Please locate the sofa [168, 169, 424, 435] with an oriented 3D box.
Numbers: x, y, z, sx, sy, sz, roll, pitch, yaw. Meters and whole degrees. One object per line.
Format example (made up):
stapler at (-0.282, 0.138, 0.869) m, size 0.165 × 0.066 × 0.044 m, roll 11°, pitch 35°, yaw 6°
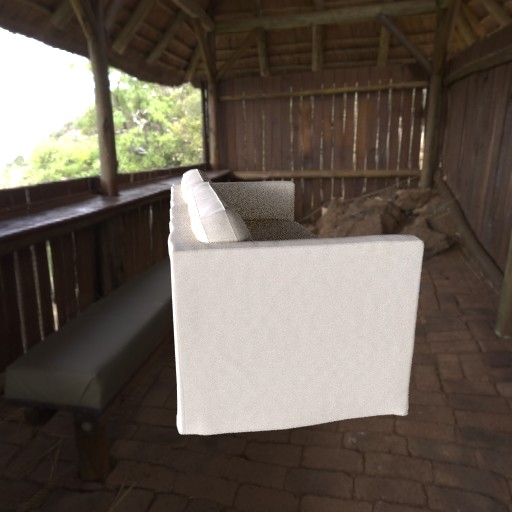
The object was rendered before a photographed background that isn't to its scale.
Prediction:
sofa at (0.000, 0.000, 2.535) m, size 0.940 × 0.870 × 1.987 m, roll -3°, pitch 16°, yaw -10°
